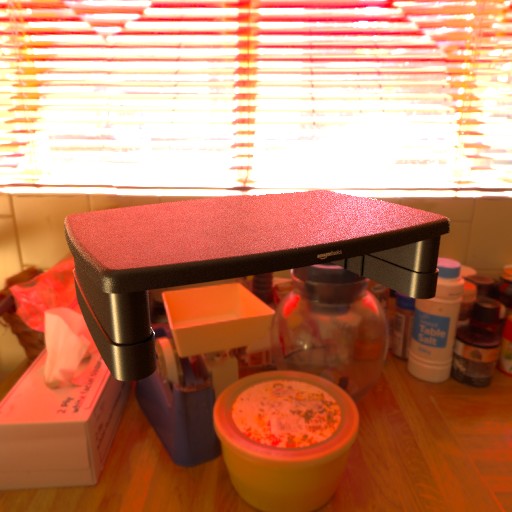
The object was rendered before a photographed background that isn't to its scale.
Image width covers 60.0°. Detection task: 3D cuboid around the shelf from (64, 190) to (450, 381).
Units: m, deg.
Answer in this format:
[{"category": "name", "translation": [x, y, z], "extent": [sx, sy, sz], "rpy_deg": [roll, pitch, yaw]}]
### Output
[{"category": "shelf", "translation": [0.000, 0.000, 0.537], "extent": [0.410, 0.100, 0.280], "rpy_deg": [-10, 20, -28]}]
